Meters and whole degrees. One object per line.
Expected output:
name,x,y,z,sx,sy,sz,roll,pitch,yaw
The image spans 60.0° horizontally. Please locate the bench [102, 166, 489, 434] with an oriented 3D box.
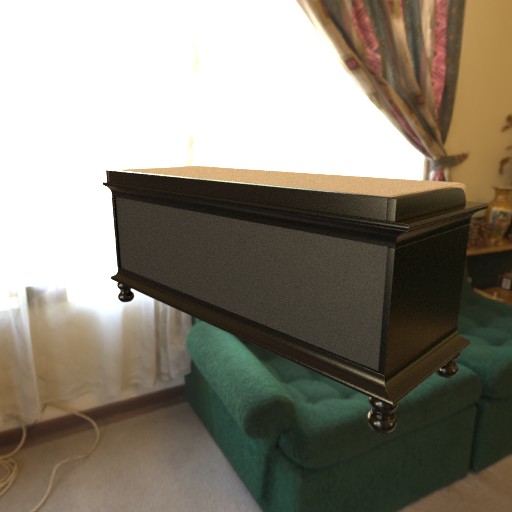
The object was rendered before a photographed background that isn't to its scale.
bench,0.000,0.000,1.385,0.402,0.501,1.185,-14,20,-43
